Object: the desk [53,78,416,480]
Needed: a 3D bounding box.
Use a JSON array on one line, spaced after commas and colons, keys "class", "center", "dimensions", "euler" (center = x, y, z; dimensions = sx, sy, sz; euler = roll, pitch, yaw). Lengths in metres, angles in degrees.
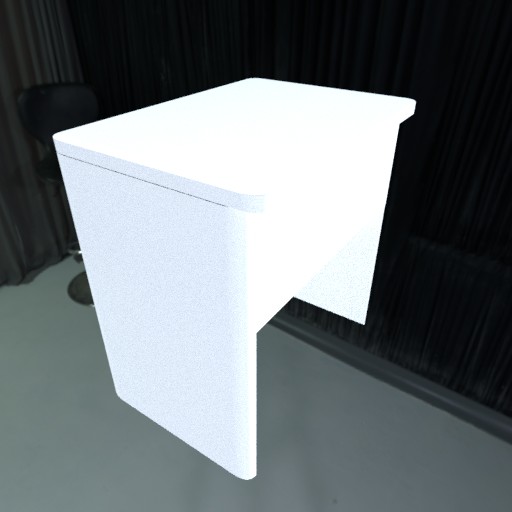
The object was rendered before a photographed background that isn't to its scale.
[{"class": "desk", "center": [0.000, 0.000, 1.279], "dimensions": [0.549, 0.800, 0.762], "euler": [20, 38, 28]}]
